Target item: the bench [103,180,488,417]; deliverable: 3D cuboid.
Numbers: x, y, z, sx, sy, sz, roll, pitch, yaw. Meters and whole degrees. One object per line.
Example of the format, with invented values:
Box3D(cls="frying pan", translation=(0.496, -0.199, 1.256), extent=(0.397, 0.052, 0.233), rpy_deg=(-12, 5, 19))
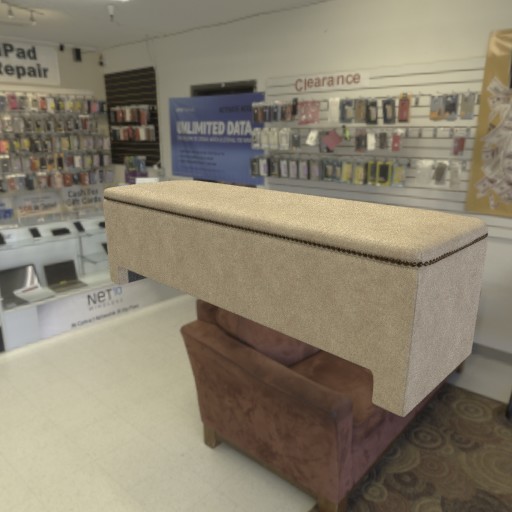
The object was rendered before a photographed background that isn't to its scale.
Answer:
Box3D(cls="bench", translation=(0.000, 0.000, 1.679), extent=(1.482, 0.447, 0.470), rpy_deg=(15, 22, 42))
